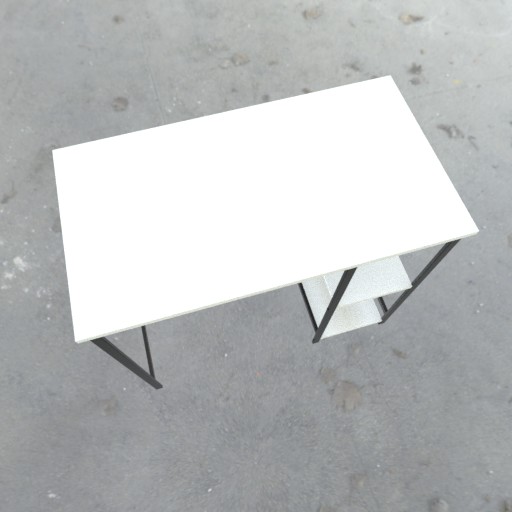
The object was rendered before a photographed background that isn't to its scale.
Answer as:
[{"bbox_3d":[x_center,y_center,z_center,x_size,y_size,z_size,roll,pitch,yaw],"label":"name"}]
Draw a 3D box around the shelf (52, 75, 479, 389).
[{"bbox_3d":[0.000,0.000,1.384,0.902,0.750,0.498,-15,66,-7],"label":"shelf"}]
